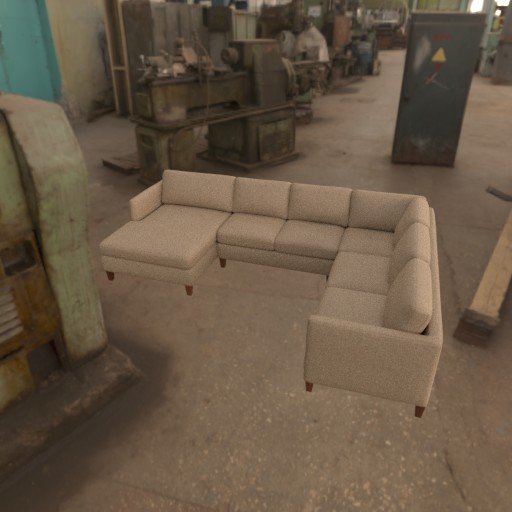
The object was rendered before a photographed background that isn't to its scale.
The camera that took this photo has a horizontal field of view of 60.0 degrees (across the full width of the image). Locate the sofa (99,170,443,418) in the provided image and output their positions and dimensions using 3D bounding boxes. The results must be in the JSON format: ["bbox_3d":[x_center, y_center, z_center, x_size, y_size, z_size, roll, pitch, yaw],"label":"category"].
[{"bbox_3d":[0.000,0.000,4.499,3.403,0.889,2.551,9,30,16],"label":"sofa"}]
